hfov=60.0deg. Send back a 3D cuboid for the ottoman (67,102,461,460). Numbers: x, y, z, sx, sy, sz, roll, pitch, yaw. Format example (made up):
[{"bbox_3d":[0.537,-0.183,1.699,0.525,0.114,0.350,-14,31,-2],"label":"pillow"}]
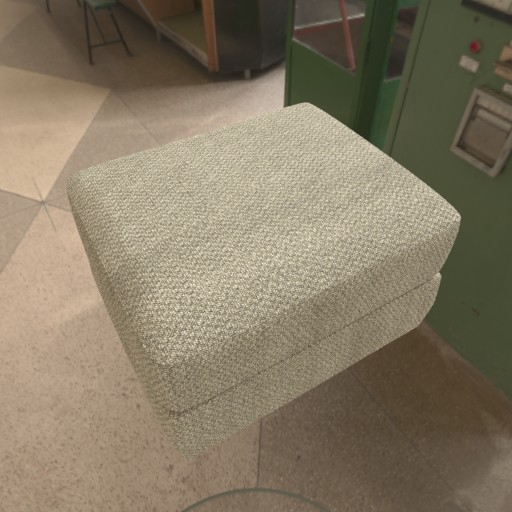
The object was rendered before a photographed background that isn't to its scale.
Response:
[{"bbox_3d":[0.000,0.000,1.122,0.751,0.476,0.603,-23,51,-21],"label":"ottoman"}]
